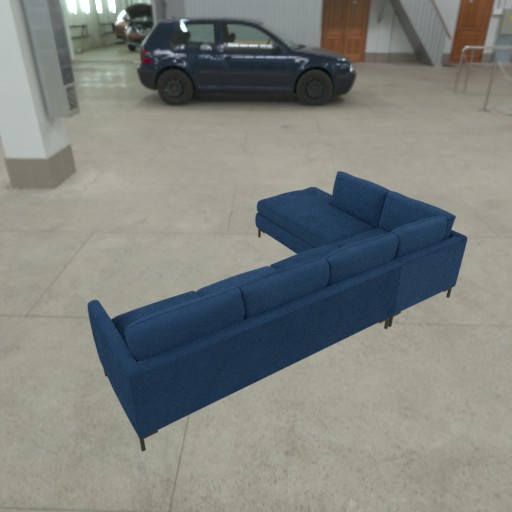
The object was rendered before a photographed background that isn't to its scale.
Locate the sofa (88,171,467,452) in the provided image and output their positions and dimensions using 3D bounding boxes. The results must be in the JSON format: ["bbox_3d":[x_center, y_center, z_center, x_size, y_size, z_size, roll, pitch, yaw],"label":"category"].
[{"bbox_3d":[0.000,0.000,3.786,2.949,0.815,2.007,-18,34,-29],"label":"sofa"}]
